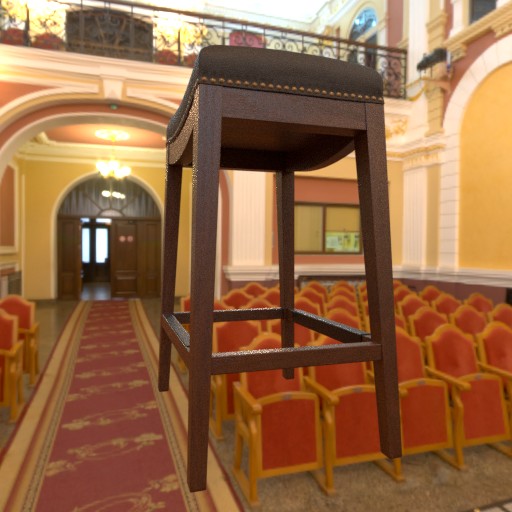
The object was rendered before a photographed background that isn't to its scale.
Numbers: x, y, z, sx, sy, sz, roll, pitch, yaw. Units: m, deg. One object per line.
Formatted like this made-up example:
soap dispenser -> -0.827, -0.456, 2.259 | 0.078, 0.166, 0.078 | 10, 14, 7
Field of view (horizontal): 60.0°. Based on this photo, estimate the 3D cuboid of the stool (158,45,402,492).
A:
stool -> 0.000, 0.000, 0.909 | 0.353, 0.664, 0.490 | 0, 1, -18
